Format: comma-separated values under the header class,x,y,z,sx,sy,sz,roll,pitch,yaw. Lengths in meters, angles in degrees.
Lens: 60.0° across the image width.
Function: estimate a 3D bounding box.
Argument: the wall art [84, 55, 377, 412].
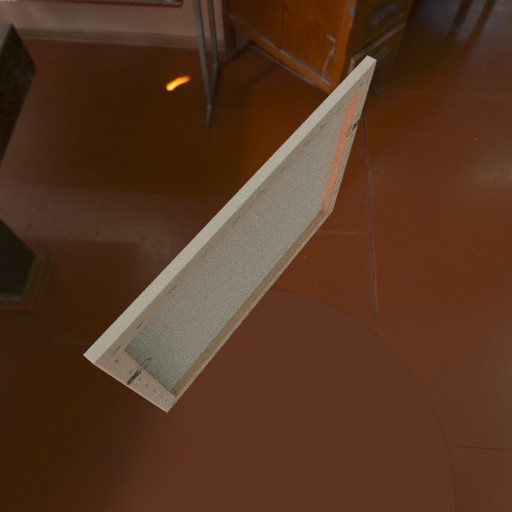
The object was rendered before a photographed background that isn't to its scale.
class,x,y,z,sx,sy,sz,roll,pitch,yaw
wall art,0.000,0.000,1.616,0.042,0.912,1.219,35,69,16
